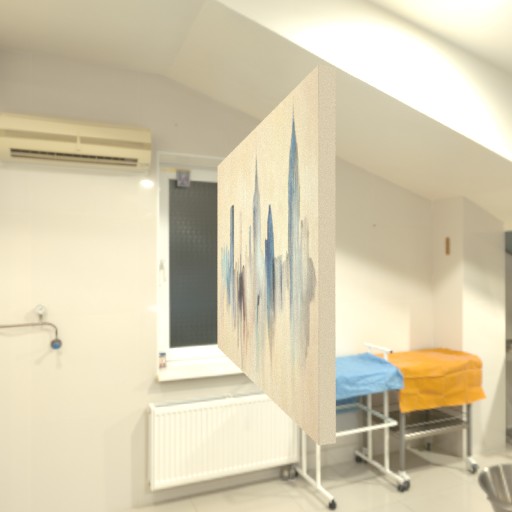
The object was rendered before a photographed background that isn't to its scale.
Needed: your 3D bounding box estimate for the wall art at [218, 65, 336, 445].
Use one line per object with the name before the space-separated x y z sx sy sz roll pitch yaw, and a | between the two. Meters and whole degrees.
wall art | 0.000 0.000 1.380 0.038 0.762 1.016 0 0 -16
